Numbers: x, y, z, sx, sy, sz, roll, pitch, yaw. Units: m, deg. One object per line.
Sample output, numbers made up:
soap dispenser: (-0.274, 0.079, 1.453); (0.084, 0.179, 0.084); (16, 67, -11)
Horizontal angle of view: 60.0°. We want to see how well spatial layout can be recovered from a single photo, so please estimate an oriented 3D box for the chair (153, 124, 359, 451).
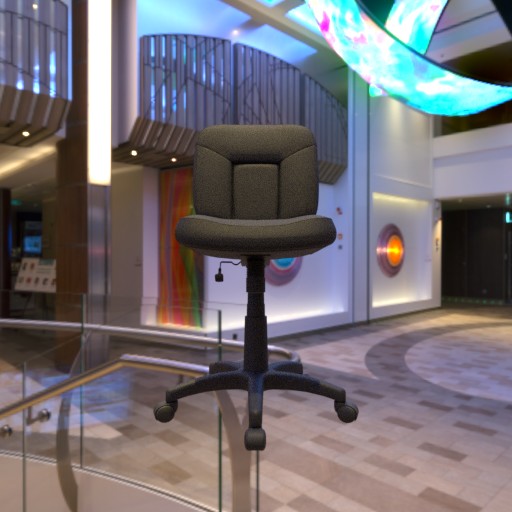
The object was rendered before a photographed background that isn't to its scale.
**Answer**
chair: (0.000, 0.000, 1.386); (0.610, 0.972, 0.610); (0, 0, 0)
